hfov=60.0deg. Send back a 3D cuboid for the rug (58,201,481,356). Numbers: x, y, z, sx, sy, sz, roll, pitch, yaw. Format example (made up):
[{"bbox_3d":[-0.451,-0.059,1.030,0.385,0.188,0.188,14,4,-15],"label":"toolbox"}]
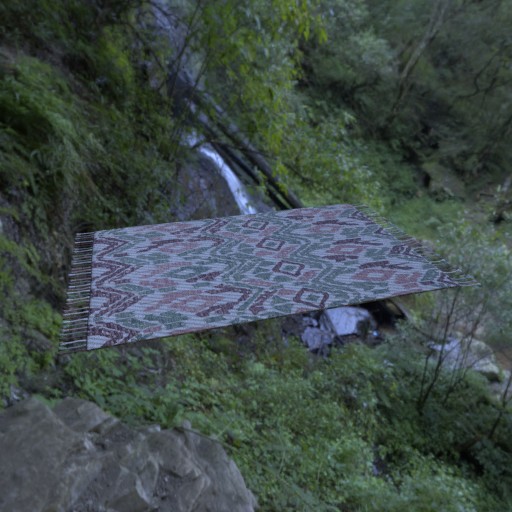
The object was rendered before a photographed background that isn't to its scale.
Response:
[{"bbox_3d":[0.000,0.000,3.046,2.438,0.011,1.524,-8,28,-15],"label":"rug"}]
